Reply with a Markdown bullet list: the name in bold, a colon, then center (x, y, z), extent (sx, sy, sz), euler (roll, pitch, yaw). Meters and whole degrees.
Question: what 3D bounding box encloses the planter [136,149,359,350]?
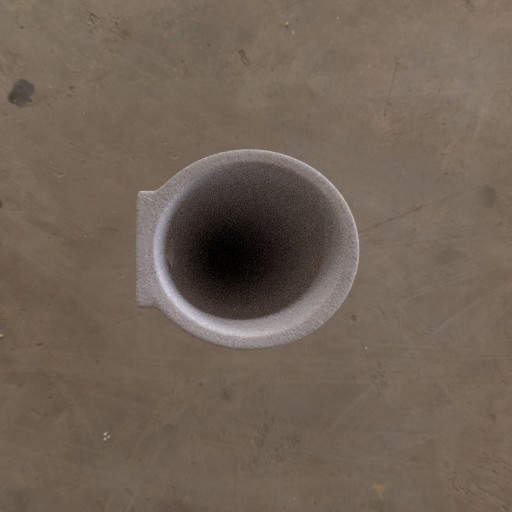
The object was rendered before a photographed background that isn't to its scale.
- **planter**: center (0.000, 0.000, 0.300), extent (0.087, 0.259, 0.078), euler (0, 89, 2)
